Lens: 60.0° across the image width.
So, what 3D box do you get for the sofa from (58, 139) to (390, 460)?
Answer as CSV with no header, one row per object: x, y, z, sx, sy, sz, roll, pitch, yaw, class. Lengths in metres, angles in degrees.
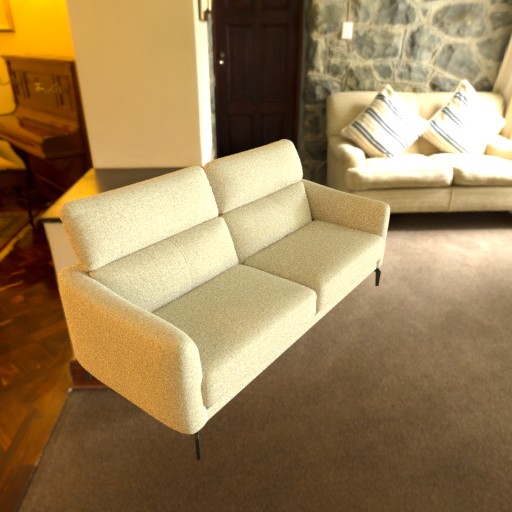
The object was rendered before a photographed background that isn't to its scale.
0.000,0.000,2.532,0.856,0.956,2.015,19,32,33,sofa
